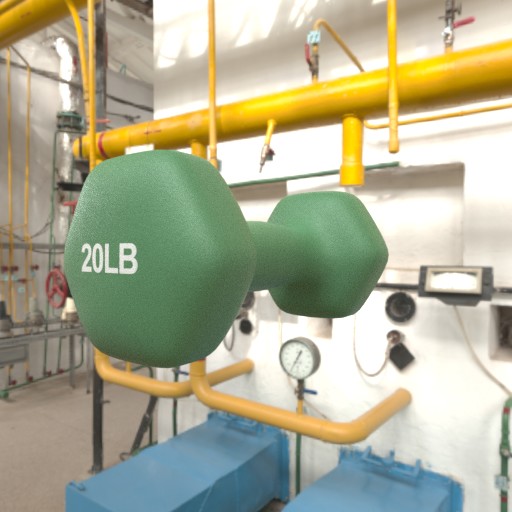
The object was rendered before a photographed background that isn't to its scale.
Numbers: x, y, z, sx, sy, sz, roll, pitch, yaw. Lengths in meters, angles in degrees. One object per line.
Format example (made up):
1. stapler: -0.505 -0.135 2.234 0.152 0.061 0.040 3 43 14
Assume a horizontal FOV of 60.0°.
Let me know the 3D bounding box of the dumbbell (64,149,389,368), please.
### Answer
1. dumbbell: 0.000 0.000 0.327 0.126 0.114 0.257 1 1 36
